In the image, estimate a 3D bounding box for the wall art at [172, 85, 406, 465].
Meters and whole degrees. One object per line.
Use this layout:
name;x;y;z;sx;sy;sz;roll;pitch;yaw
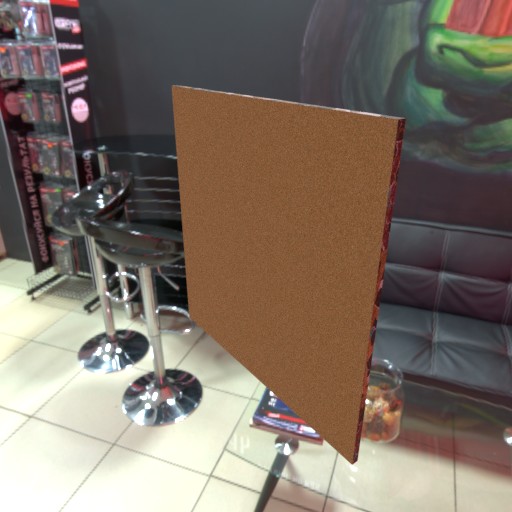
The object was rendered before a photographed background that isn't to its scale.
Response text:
wall art;0.000;0.000;0.600;0.010;0.406;0.404;-18;31;-33
